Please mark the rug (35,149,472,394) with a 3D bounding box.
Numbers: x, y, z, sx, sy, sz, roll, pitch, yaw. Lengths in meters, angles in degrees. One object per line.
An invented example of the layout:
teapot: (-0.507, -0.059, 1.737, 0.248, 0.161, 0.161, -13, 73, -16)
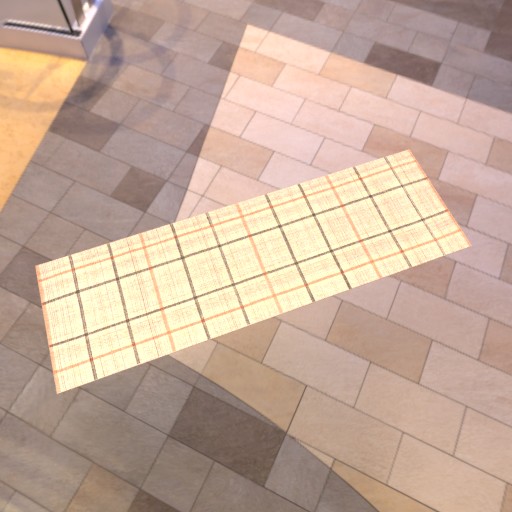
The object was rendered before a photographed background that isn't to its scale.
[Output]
rug: (0.000, 0.000, 2.593, 2.439, 0.008, 0.762, -18, 66, -9)
